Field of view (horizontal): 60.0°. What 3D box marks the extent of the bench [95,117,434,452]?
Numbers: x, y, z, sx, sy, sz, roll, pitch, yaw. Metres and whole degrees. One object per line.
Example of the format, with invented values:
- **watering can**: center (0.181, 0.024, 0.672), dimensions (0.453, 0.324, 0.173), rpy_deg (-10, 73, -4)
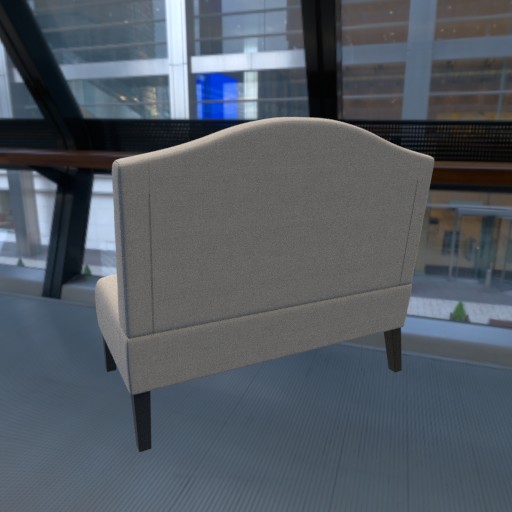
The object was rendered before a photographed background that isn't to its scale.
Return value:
- **bench**: center (0.000, 0.000, 2.034), dimensions (1.335, 1.180, 0.815), rpy_deg (-7, 16, -27)
